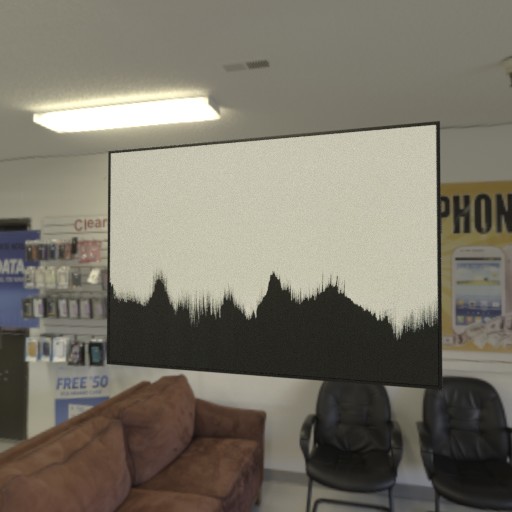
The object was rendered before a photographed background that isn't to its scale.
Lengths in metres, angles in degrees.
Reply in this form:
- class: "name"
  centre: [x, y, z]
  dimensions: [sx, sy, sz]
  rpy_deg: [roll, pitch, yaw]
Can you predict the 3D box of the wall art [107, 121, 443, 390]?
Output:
- class: "wall art"
  centre: [0.000, 0.000, 1.239]
  dimensions: [0.957, 0.660, 0.019]
  rpy_deg: [0, -1, 17]
